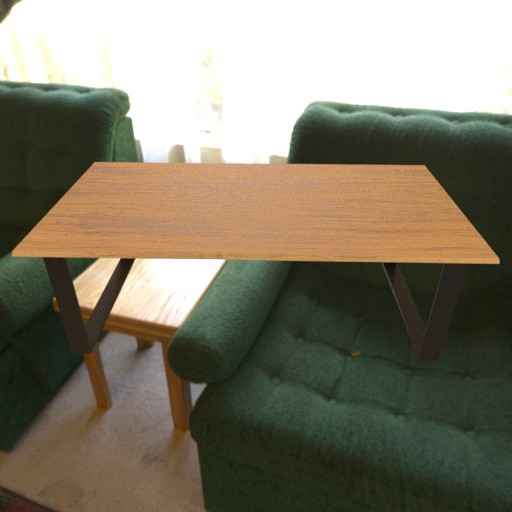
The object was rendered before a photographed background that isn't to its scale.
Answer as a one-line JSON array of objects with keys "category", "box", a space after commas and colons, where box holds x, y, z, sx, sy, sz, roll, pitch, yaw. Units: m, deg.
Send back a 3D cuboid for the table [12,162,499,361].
[{"category": "table", "box": [0.000, 0.000, 1.613, 1.331, 0.445, 0.693, 1, 33, 1]}]
